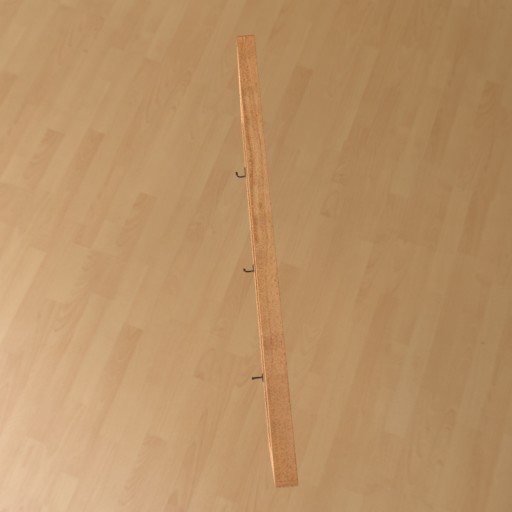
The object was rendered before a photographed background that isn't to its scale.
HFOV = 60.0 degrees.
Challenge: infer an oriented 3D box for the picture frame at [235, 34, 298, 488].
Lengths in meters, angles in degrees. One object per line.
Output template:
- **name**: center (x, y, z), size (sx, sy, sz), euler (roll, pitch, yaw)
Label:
- **picture frame**: center (0.000, 0.000, 0.669), size (0.045, 0.234, 0.582), euler (-5, 76, -1)
